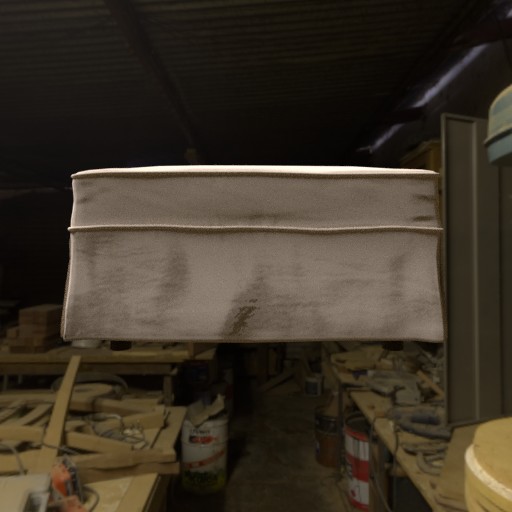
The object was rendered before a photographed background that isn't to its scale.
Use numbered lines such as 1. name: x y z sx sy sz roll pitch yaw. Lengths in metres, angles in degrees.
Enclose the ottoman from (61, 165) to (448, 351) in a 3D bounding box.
1. ottoman: 0.000 0.000 1.368 0.944 0.479 0.703 0 -1 0
